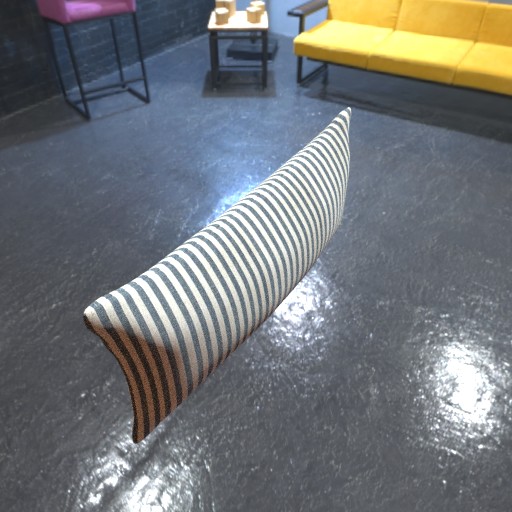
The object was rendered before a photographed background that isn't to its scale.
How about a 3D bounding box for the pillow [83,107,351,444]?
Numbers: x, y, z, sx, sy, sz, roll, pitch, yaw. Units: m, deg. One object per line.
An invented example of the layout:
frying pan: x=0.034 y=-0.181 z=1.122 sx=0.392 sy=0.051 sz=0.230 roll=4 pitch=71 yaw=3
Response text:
pillow: x=0.000 y=0.000 z=0.738 sx=0.151 sy=0.295 sz=0.617 roll=25 pitch=48 yaw=25
